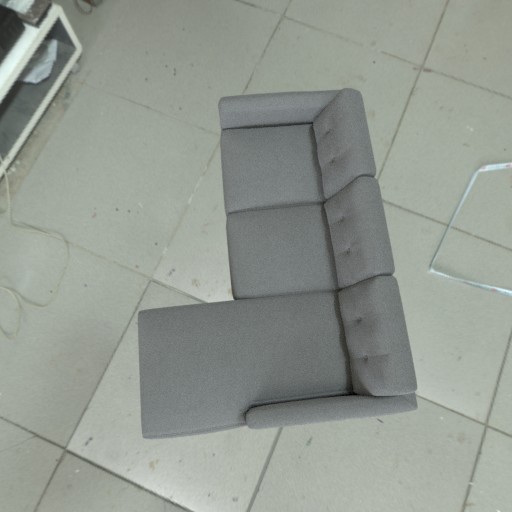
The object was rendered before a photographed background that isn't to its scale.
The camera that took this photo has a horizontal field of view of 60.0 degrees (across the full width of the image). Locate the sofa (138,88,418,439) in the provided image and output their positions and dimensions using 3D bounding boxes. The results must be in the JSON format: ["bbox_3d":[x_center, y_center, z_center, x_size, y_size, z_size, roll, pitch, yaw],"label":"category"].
[{"bbox_3d":[0.000,0.000,2.802,1.530,0.860,2.040,-6,75,-2],"label":"sofa"}]
